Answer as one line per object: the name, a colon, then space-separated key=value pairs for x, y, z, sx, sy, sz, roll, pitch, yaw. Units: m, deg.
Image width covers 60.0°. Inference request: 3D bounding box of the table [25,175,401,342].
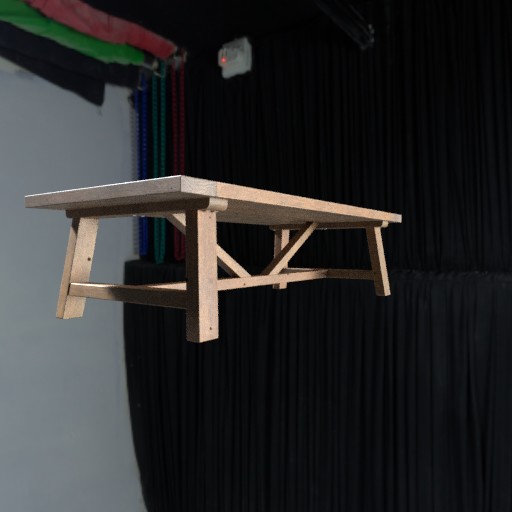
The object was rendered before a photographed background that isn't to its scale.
table: x=0.000 y=0.000 z=2.141 sx=0.820 sy=0.465 sz=1.800 roll=1 pitch=1 yaw=36
